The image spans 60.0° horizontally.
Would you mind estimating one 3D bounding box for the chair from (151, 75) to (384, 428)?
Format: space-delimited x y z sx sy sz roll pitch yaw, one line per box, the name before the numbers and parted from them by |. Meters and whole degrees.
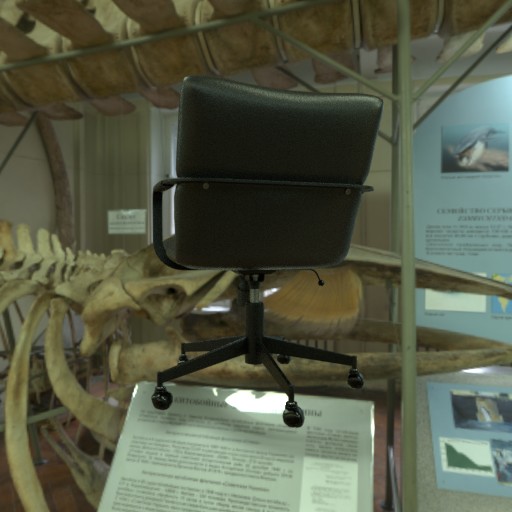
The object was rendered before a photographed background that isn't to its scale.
chair | 0.000 0.000 1.518 0.719 0.922 0.748 0 1 -17
